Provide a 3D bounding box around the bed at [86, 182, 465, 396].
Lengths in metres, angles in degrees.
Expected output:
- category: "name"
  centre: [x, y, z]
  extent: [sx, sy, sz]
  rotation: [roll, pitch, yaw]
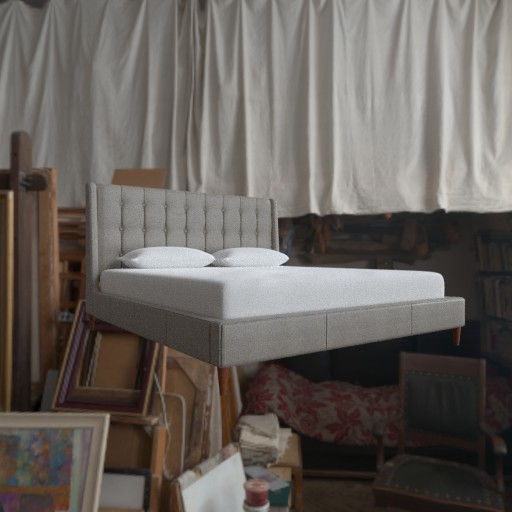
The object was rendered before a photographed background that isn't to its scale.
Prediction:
- category: "bed"
  centre: [0.000, 0.000, 3.558]
  extent: [2.062, 1.289, 2.342]
  rotation: [0, 0, -35]
